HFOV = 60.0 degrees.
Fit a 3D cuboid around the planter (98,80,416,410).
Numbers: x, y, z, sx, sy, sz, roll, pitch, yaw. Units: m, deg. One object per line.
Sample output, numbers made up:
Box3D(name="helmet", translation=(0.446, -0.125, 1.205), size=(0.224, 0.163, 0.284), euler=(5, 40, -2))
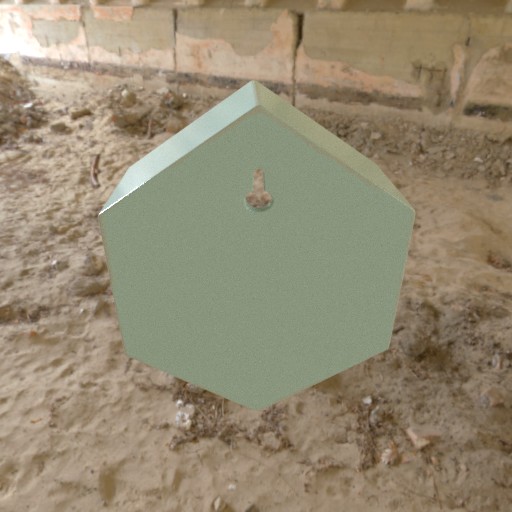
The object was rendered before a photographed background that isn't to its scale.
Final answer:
Box3D(name="planter", translation=(0.000, 0.000, 0.292), size=(0.169, 0.207, 0.078), euler=(-1, 30, -2))
